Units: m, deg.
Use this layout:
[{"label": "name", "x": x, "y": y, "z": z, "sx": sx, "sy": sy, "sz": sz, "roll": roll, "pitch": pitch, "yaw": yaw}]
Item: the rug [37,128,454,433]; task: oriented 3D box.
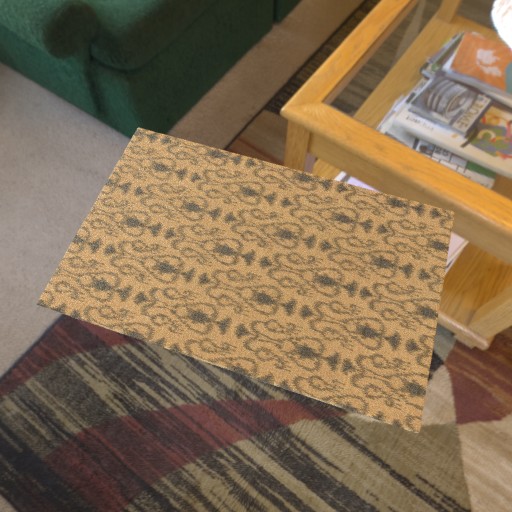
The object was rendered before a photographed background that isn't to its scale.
[{"label": "rug", "x": 0.000, "y": 0.000, "z": 2.009, "sx": 1.652, "sy": 0.006, "sz": 1.035, "roll": 17, "pitch": 66, "yaw": 8}]
